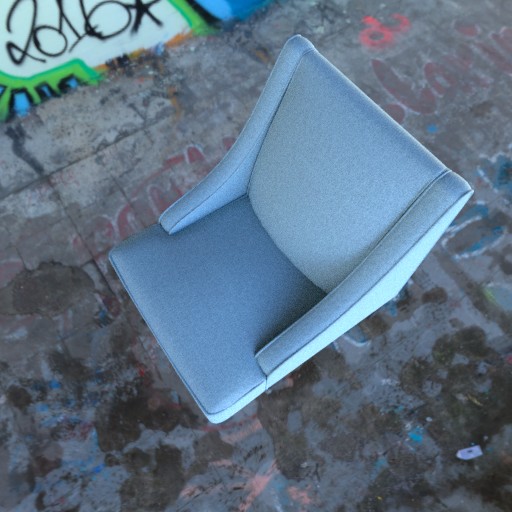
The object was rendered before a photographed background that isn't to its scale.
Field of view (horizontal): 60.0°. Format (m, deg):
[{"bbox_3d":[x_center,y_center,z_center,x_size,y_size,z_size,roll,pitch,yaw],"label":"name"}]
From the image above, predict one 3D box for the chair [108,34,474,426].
[{"bbox_3d":[0.000,0.000,1.834,1.025,1.133,0.857,-32,67,-15],"label":"chair"}]
